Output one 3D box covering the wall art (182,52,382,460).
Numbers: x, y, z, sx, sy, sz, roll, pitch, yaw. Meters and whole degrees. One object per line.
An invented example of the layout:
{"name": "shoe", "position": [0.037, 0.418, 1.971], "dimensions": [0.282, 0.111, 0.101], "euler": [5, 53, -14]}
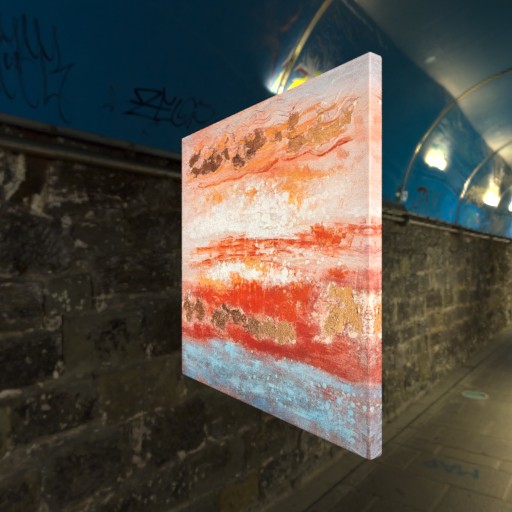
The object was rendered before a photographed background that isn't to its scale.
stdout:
{"name": "wall art", "position": [0.000, 0.000, 1.118], "dimensions": [0.035, 0.747, 0.747], "euler": [0, 0, -36]}
